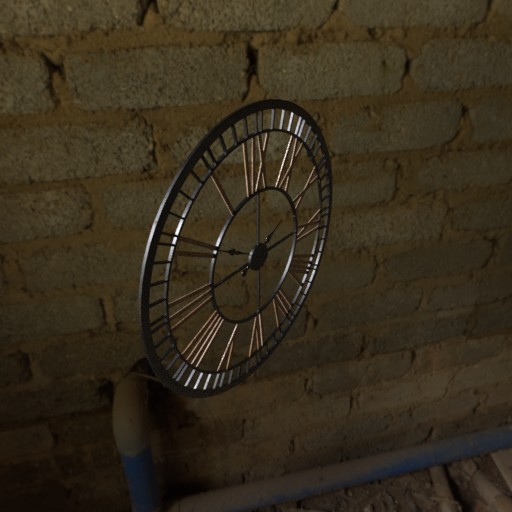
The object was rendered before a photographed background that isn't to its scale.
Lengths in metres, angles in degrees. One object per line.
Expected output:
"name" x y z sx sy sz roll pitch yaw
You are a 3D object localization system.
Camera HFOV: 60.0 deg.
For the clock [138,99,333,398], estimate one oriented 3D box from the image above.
"clock" 0.000 0.000 1.252 0.025 0.843 0.843 21 36 31
